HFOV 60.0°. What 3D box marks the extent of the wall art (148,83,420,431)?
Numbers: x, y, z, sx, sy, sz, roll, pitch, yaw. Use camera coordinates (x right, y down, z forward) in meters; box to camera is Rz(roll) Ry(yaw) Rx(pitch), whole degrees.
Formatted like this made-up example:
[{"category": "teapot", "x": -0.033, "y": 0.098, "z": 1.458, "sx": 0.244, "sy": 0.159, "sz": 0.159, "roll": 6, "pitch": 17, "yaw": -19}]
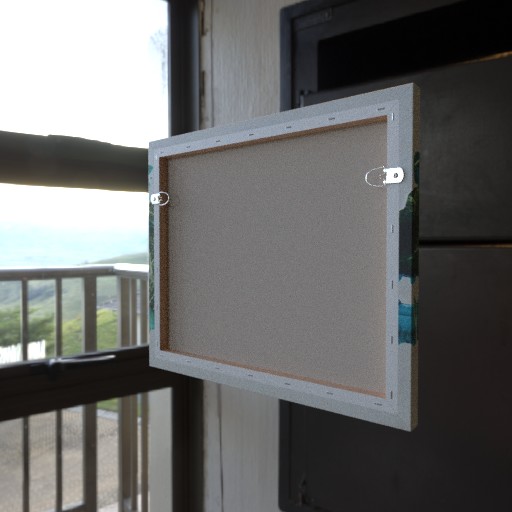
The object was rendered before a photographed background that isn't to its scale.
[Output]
[{"category": "wall art", "x": 0.000, "y": 0.000, "z": 1.002, "sx": 0.711, "sy": 0.610, "sz": 0.043, "roll": 1, "pitch": 1, "yaw": 38}]
